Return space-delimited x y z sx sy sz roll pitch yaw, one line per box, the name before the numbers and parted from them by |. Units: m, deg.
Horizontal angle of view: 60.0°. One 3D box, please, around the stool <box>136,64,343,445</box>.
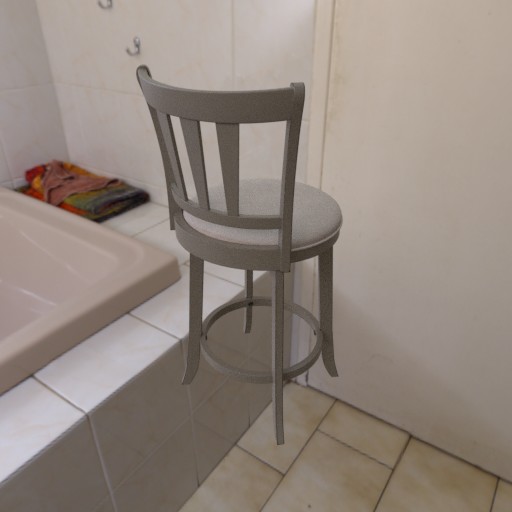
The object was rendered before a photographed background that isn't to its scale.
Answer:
stool | 0.000 0.000 1.249 0.450 0.994 0.486 21 36 31
